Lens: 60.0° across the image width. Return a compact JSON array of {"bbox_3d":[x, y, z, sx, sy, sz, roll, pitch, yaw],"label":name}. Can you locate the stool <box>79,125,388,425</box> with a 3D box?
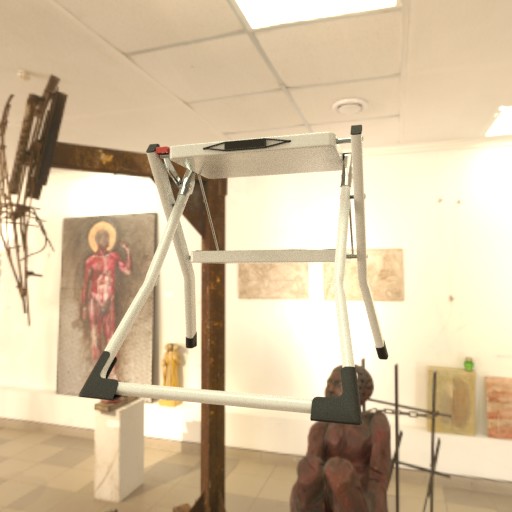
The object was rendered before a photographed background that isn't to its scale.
[{"bbox_3d":[0.000,0.000,0.859,0.485,0.445,0.490,-1,-2,17],"label":"stool"}]
